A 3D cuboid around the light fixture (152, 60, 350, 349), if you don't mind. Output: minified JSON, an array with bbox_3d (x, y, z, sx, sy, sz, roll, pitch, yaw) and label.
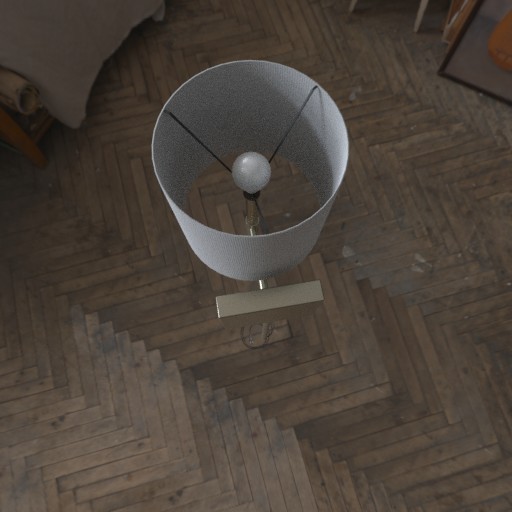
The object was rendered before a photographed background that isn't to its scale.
[{"bbox_3d":[0.000,0.000,0.697,0.188,0.589,0.248,-9,75,-3],"label":"light fixture"}]
